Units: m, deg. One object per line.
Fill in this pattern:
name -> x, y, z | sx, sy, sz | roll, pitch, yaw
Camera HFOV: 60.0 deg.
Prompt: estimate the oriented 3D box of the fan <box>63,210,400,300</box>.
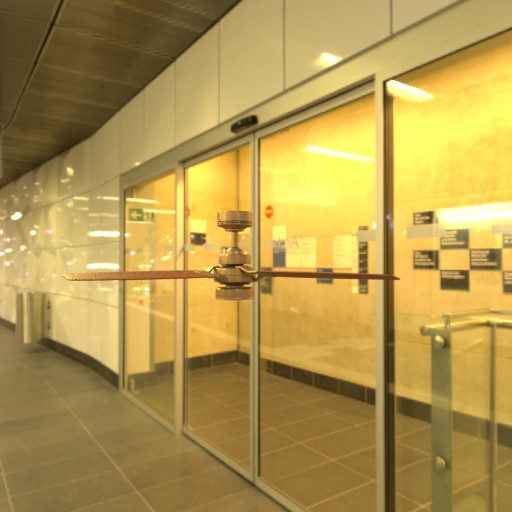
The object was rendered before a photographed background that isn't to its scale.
fan -> 0.000, 0.000, 2.034 | 1.271, 0.425, 1.416 | -1, -1, 36
